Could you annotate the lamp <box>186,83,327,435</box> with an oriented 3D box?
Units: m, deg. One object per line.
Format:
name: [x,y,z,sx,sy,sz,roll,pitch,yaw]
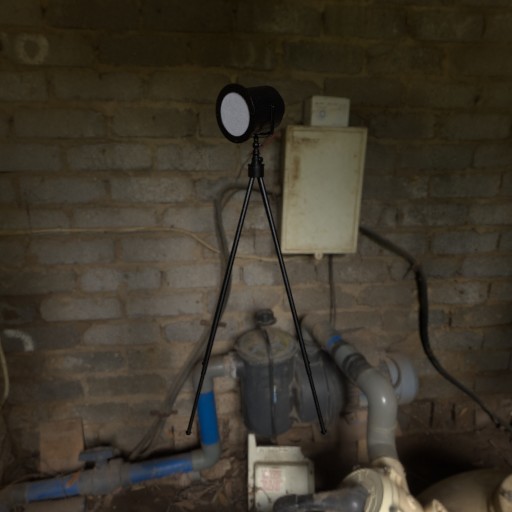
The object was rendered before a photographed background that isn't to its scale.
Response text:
lamp: [0.000,0.000,2.078,0.879,1.504,0.884,15,22,42]
